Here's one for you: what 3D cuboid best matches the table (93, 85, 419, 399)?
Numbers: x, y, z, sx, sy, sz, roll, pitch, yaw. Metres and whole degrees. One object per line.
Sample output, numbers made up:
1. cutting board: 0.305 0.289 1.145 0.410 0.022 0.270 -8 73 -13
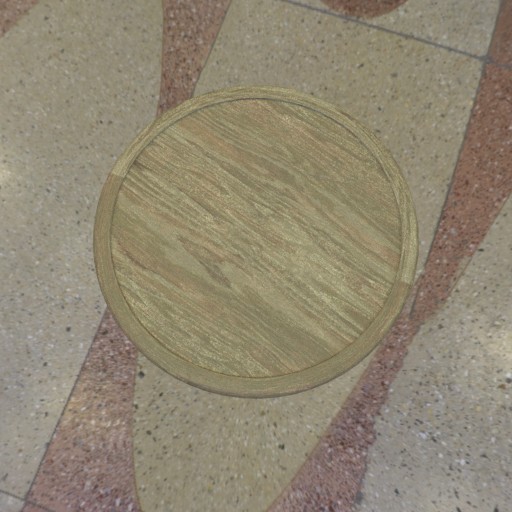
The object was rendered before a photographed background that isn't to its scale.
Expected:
1. table: 0.000 0.000 1.036 0.607 0.450 0.607 0 76 0
